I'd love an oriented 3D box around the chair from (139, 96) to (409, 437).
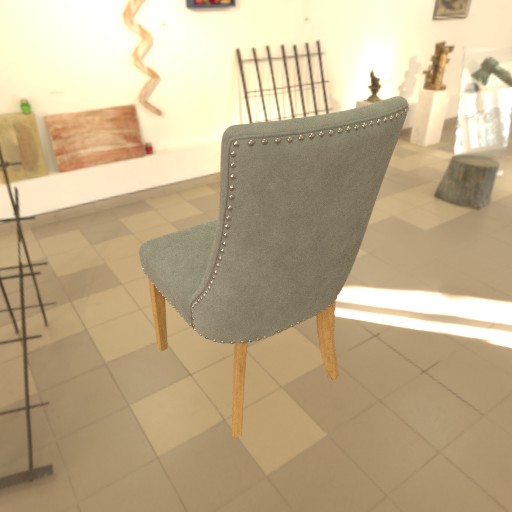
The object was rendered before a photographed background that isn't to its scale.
[{"bbox_3d":[0.000,0.000,1.262,0.495,0.902,0.610,-20,36,-30],"label":"chair"}]
